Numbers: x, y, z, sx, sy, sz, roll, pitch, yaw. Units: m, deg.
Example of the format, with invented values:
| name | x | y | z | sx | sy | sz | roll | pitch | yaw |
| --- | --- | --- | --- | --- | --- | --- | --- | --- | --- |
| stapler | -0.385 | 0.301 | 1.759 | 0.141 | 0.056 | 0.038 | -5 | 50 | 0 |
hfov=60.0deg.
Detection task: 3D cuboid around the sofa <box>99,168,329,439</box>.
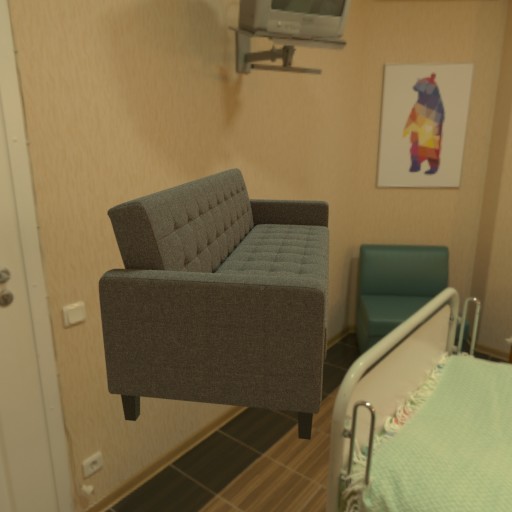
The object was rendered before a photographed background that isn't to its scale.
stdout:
| name | x | y | z | sx | sy | sz | roll | pitch | yaw |
| --- | --- | --- | --- | --- | --- | --- | --- | --- | --- |
| sofa | 0.000 | 0.000 | 2.481 | 0.810 | 0.850 | 2.040 | 2 | 15 | 9 |
